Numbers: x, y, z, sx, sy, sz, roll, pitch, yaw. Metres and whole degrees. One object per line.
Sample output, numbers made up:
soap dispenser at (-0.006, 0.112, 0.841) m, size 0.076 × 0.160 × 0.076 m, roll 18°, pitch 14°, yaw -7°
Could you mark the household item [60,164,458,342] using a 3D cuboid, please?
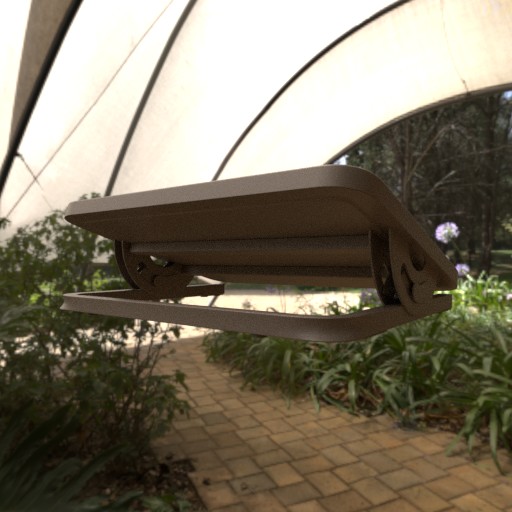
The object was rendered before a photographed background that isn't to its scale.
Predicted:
household item at (0.000, 0.000, 0.522) m, size 0.390 × 0.126 × 0.301 m, roll 0°, pitch -1°, yaw 37°
